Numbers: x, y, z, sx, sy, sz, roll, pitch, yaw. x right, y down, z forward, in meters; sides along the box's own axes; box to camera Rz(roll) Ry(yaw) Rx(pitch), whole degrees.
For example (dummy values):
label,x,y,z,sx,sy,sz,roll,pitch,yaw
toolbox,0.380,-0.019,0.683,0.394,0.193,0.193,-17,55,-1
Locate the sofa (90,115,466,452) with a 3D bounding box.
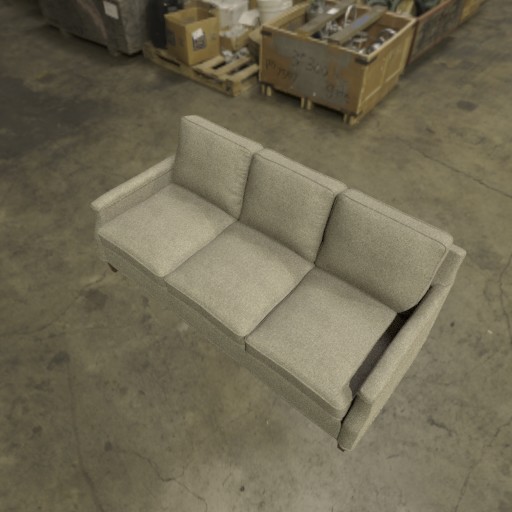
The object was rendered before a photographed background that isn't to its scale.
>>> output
label,x,y,z,sx,sy,sz,roll,pitch,yaw
sofa,0.000,0.000,2.901,2.246,1.003,1.084,32,54,26
